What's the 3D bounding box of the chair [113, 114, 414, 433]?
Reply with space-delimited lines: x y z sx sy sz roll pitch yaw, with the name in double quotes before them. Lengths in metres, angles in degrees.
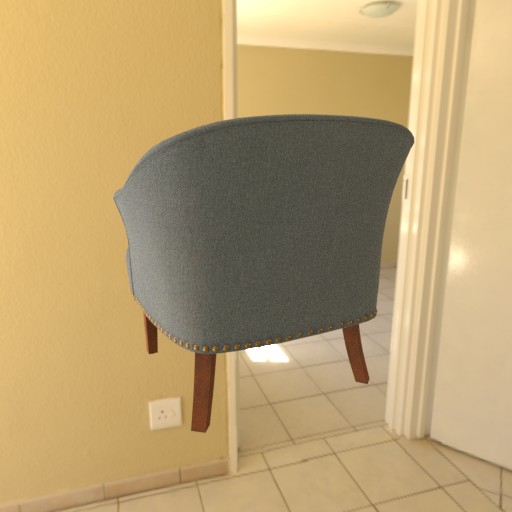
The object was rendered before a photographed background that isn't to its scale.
"chair" 0.000 0.000 1.405 0.798 0.815 0.704 -7 15 -26
